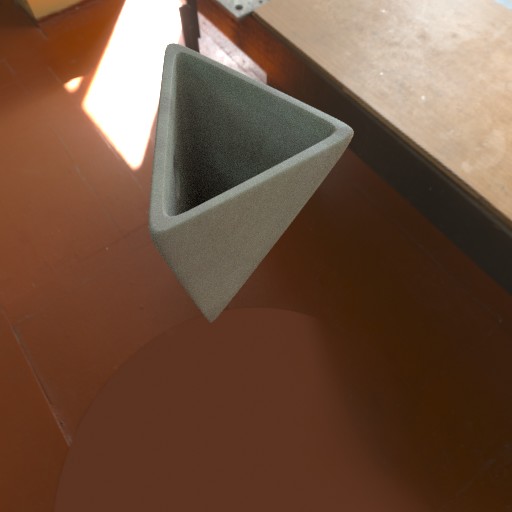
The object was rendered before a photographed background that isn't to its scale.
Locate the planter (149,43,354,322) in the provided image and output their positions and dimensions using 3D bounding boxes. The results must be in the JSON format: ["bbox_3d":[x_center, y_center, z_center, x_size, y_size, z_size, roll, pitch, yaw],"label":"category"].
[{"bbox_3d":[0.000,0.000,0.274,0.081,0.224,0.101,-2,62,-1],"label":"planter"}]
